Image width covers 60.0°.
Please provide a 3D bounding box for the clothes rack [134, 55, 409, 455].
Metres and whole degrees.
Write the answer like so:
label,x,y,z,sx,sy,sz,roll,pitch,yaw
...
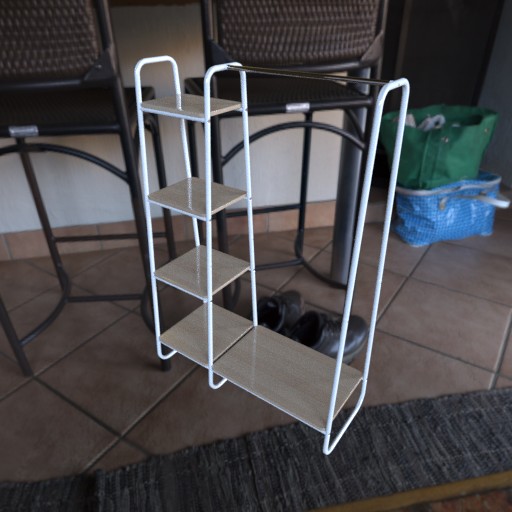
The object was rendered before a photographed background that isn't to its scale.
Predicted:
label,x,y,z,sx,sy,sz,roll,pitch,yaw
clothes rack,0.000,0.000,1.896,1.011,1.500,0.400,20,36,30
